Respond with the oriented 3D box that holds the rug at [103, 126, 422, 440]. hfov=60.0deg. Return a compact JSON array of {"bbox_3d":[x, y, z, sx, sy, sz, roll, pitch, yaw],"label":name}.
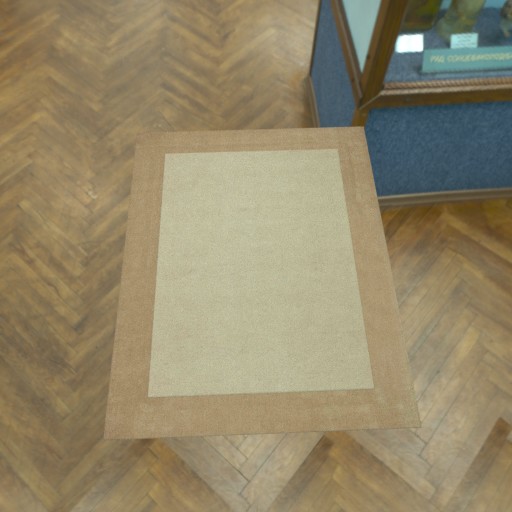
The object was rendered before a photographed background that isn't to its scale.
[{"bbox_3d":[0.000,0.000,4.073,2.438,0.014,3.048,-2,63,-1],"label":"rug"}]
